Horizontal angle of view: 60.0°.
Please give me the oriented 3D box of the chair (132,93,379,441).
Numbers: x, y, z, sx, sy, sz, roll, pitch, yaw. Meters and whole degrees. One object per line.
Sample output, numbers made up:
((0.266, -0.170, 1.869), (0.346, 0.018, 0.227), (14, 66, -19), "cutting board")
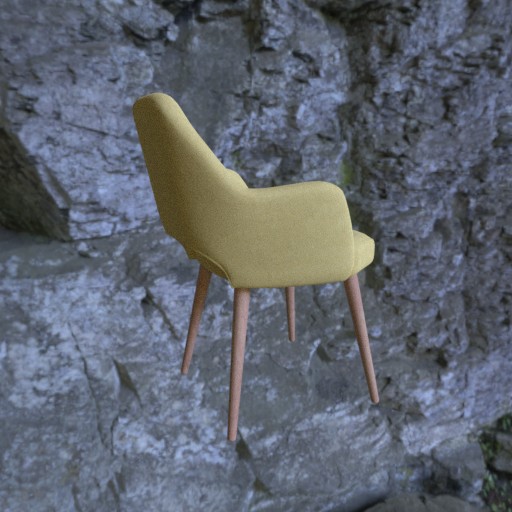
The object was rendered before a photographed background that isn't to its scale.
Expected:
((0.000, 0.000, 1.262), (0.610, 0.840, 0.590), (-7, 16, -26), "chair")
